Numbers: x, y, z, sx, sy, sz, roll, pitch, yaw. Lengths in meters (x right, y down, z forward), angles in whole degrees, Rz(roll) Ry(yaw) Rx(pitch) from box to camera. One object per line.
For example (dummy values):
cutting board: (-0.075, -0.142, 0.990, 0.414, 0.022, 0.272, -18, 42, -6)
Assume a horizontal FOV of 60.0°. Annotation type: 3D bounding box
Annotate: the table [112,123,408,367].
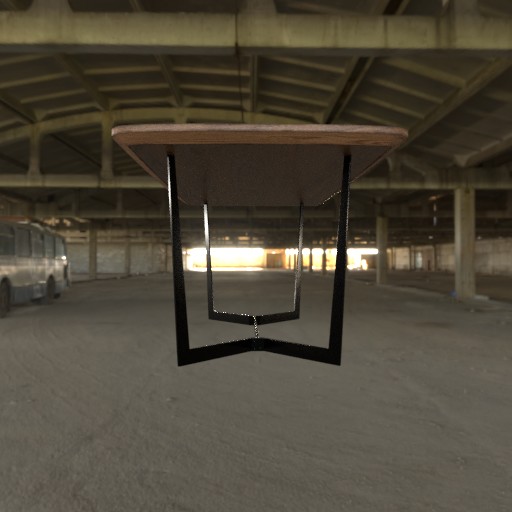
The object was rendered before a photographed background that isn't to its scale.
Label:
table: (0.000, 0.000, 2.126, 0.949, 0.765, 1.643, 0, -1, -1)
